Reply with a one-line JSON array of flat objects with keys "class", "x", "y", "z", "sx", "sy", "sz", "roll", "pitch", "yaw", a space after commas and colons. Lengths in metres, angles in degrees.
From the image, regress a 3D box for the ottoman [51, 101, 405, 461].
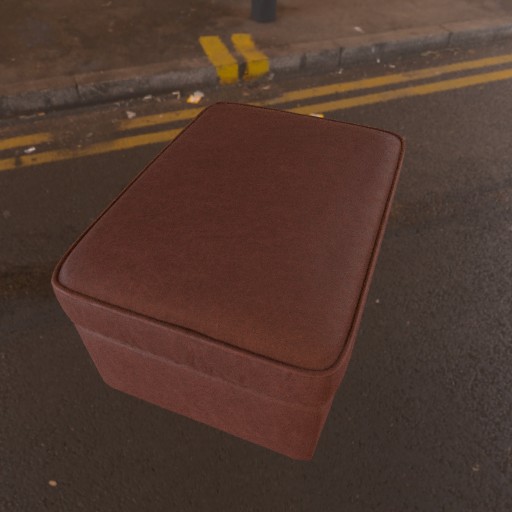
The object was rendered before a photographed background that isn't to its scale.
[{"class": "ottoman", "x": 0.000, "y": 0.000, "z": 1.073, "sx": 0.548, "sy": 0.449, "sz": 0.749, "roll": 16, "pitch": 48, "yaw": 14}]
